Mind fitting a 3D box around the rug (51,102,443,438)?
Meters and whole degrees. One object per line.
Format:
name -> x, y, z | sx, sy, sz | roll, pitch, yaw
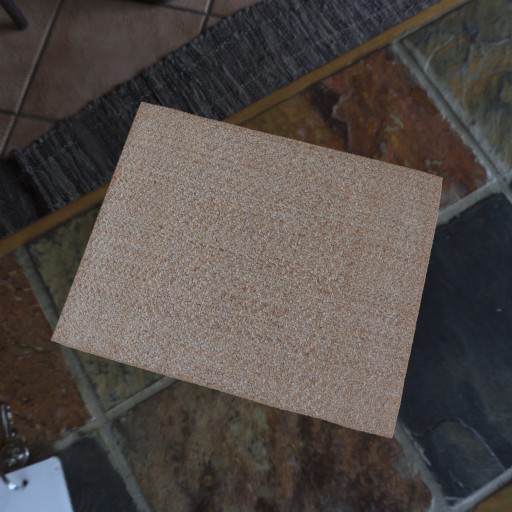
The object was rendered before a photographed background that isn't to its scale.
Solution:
rug -> 0.000, 0.000, 4.030 | 3.048, 0.013, 2.439 | 15, 77, 3
